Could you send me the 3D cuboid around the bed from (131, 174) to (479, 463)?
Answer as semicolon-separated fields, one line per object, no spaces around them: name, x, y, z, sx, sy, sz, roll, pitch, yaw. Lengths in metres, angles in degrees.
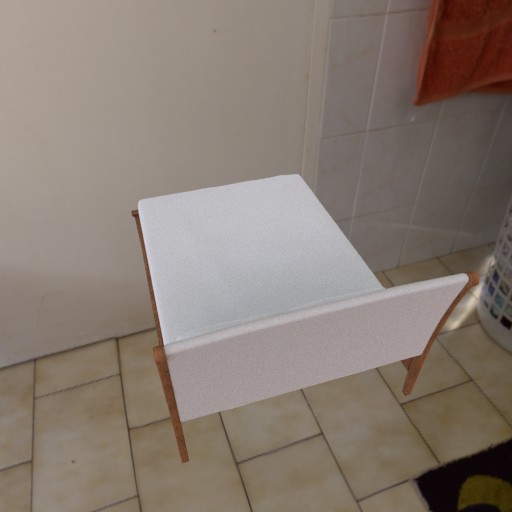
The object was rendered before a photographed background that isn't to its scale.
bed;0.000;0.000;2.943;1.502;1.135;2.108;-11;42;-13
